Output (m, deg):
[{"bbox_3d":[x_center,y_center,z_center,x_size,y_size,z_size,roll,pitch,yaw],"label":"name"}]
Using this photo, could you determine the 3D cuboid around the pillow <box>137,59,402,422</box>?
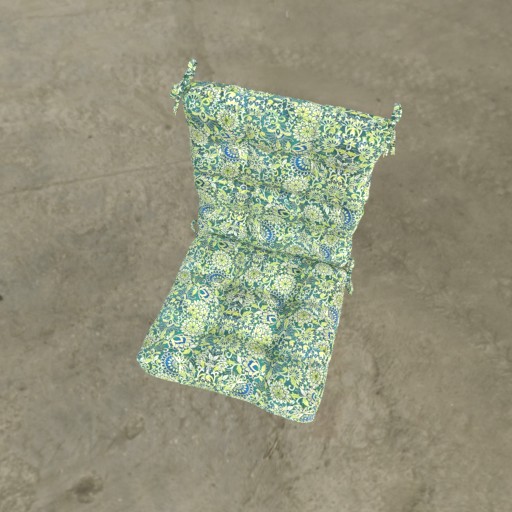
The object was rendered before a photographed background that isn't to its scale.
[{"bbox_3d":[0.000,0.000,1.058,0.519,0.605,0.571,15,59,9],"label":"pillow"}]
